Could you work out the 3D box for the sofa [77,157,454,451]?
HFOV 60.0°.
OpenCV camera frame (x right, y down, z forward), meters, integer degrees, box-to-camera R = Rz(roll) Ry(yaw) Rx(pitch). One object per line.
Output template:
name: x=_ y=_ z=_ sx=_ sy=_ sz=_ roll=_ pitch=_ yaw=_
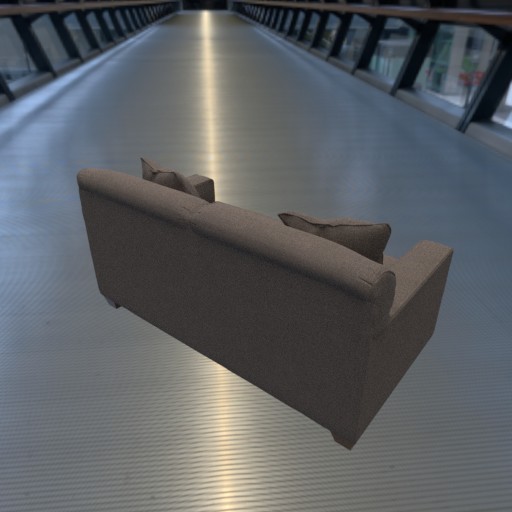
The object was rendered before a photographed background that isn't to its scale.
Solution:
sofa: x=0.000 y=0.000 z=2.500 sx=1.846 sy=0.958 sz=1.000 roll=21 pitch=35 yaw=33
